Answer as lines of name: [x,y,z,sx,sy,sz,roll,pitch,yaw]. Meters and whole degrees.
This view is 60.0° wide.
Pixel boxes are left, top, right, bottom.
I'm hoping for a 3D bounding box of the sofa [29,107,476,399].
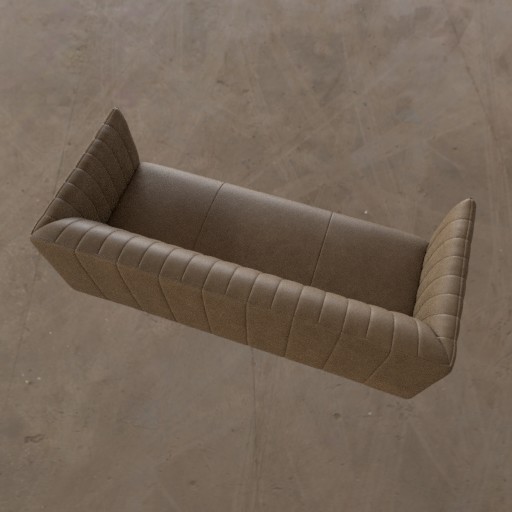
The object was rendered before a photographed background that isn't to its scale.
sofa: [0.000,0.000,2.371,1.980,0.779,0.876,17,63,9]
